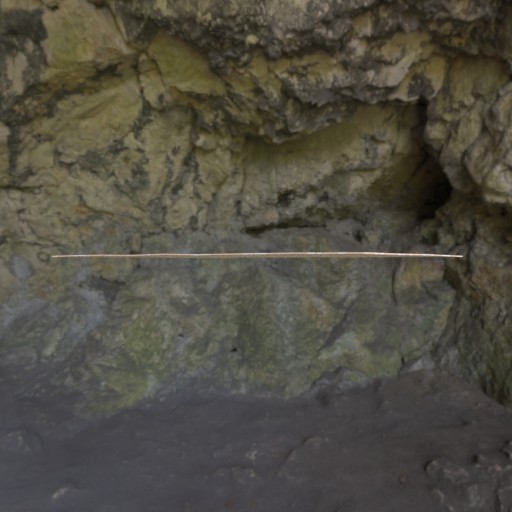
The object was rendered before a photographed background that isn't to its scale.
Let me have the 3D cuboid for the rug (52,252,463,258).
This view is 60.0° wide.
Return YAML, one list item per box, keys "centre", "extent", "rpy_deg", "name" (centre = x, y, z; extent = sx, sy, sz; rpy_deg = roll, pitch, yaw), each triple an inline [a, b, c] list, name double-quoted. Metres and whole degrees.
- centre: [0.000, 0.000, 4.443]
  extent: [3.365, 0.020, 2.452]
  rpy_deg: [0, -1, 37]
  name: "rug"
